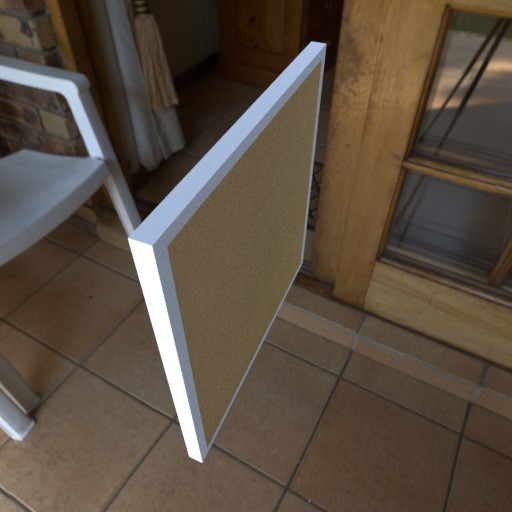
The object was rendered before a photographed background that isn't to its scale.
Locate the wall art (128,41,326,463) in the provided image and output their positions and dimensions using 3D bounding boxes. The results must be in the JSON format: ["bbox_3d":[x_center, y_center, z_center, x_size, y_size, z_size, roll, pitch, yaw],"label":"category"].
[{"bbox_3d":[0.000,0.000,1.098,0.038,0.761,0.763,17,48,16],"label":"wall art"}]
